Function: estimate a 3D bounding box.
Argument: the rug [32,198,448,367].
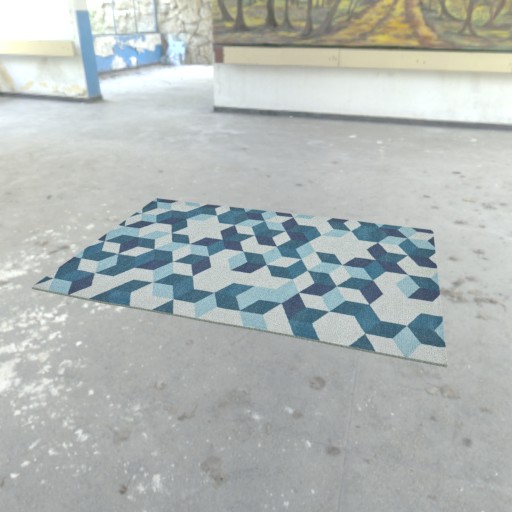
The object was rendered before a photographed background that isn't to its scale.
[{"bbox_3d":[0.000,0.000,2.357,1.829,0.014,1.235,8,29,15],"label":"rug"}]
